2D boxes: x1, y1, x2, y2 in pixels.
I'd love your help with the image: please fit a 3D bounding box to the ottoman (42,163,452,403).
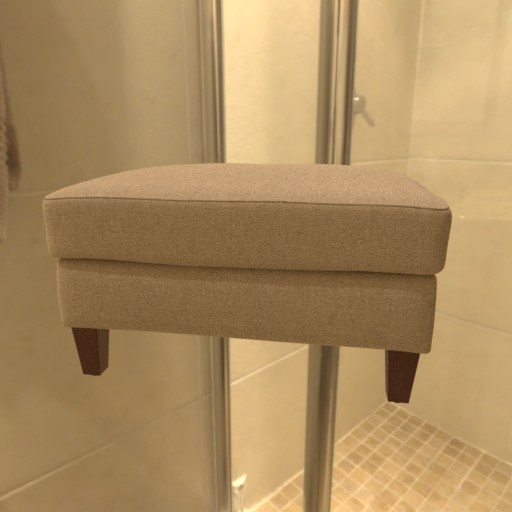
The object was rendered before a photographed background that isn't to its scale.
[{"bbox_3d":[0.000,0.000,1.281,0.898,0.519,0.677,2,16,9],"label":"ottoman"}]
